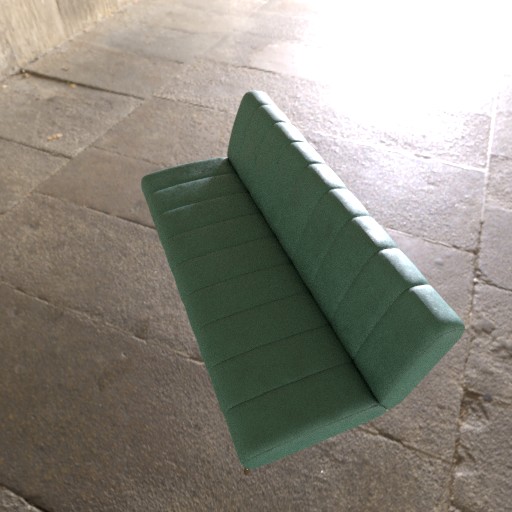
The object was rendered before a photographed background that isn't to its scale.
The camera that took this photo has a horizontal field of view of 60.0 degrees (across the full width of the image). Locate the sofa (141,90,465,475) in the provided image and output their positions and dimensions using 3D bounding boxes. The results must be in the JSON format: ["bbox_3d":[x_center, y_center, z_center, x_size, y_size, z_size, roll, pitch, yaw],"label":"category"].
[{"bbox_3d":[0.000,0.000,2.237,0.830,0.820,1.810,-16,49,-15],"label":"sofa"}]
